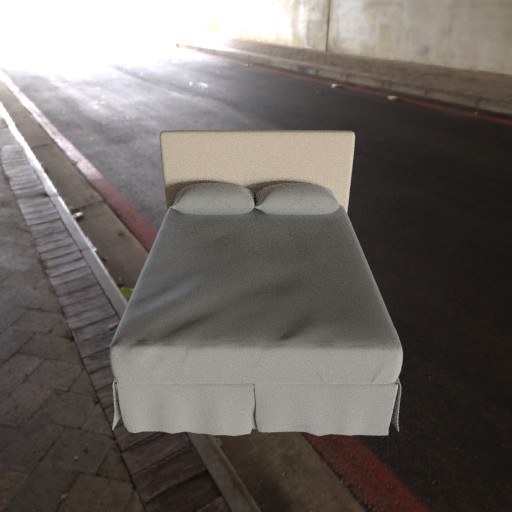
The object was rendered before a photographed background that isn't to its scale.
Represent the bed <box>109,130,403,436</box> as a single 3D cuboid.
[{"bbox_3d":[0.000,0.000,3.265,1.748,1.330,2.142,0,30,0],"label":"bed"}]
